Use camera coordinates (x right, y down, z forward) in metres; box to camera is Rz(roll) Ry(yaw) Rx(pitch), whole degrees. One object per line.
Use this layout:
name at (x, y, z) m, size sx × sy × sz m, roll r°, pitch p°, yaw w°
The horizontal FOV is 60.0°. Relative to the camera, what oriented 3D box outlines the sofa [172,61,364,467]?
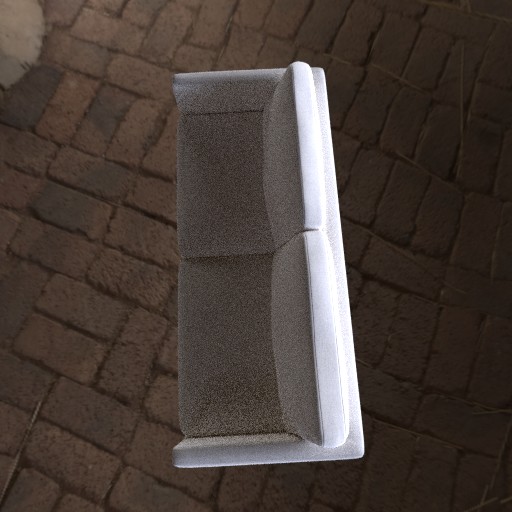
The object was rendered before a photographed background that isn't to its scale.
sofa at (0.000, 0.000, 2.567) m, size 0.924 × 0.933 × 2.139 m, roll -3°, pitch 75°, yaw -1°
